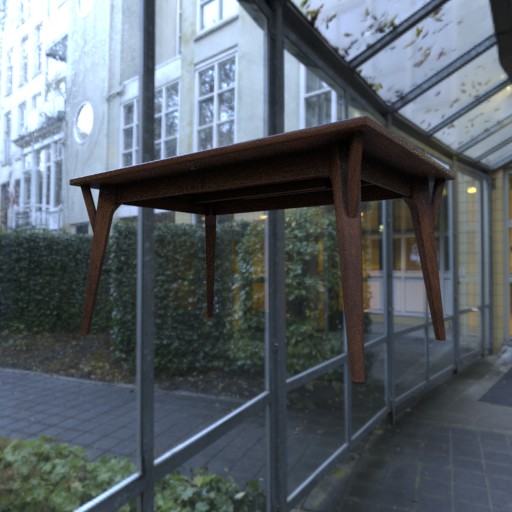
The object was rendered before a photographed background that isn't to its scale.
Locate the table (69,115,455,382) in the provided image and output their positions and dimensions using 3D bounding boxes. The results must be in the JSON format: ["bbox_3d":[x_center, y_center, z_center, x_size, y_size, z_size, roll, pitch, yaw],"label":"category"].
[{"bbox_3d":[0.000,0.000,2.078,1.524,0.761,0.990,-1,-1,37],"label":"table"}]
